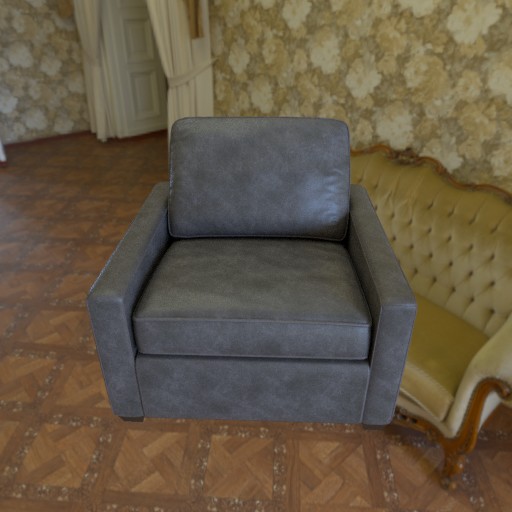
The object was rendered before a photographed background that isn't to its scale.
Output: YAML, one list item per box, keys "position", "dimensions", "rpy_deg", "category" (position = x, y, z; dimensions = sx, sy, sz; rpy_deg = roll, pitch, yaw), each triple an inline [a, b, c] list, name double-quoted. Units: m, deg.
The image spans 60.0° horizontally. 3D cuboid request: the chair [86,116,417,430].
- position: [0.000, 0.000, 1.746]
  dimensions: [1.006, 0.916, 0.939]
  rpy_deg: [1, 31, 2]
  category: "chair"
